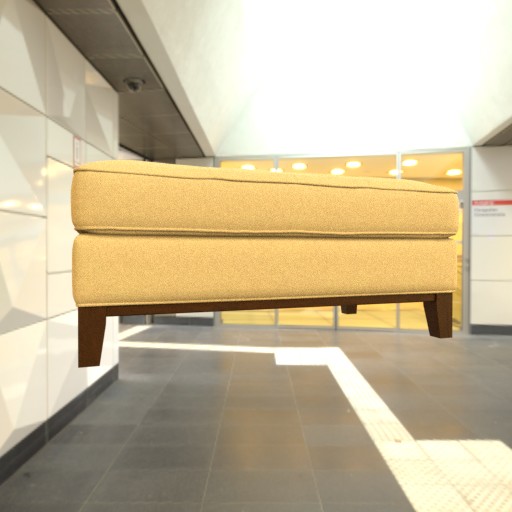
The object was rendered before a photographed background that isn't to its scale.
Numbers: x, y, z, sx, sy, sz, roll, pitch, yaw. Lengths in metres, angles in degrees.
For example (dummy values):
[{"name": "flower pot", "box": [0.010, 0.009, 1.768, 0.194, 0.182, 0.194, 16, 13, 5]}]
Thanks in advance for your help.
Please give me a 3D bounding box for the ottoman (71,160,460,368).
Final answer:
[{"name": "ottoman", "box": [0.000, 0.000, 1.485, 1.143, 0.508, 0.648, 0, 1, -19]}]
